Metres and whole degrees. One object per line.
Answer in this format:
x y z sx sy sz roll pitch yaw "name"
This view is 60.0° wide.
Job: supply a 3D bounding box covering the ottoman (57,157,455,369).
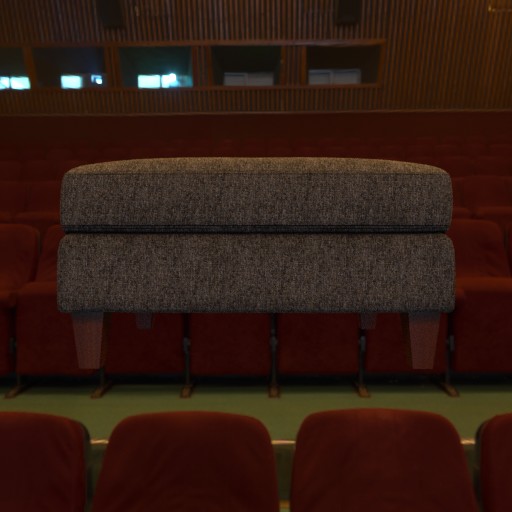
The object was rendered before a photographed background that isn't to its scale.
0.000 0.000 1.215 0.864 0.483 0.584 0 1 0 "ottoman"
